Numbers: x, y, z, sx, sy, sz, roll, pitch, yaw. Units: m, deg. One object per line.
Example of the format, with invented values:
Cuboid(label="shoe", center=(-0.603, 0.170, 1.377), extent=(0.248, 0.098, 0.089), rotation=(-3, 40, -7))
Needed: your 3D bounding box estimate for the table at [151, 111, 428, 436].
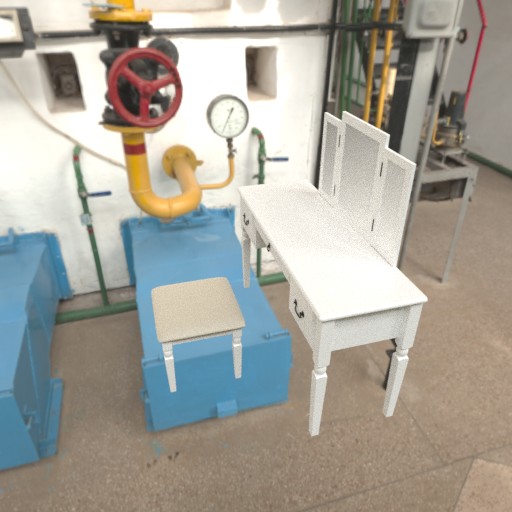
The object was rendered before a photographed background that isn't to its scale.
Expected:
Cuboid(label="table", center=(0.000, 0.000, 2.319), extent=(1.115, 1.310, 1.369), rotation=(-8, 32, -13))
